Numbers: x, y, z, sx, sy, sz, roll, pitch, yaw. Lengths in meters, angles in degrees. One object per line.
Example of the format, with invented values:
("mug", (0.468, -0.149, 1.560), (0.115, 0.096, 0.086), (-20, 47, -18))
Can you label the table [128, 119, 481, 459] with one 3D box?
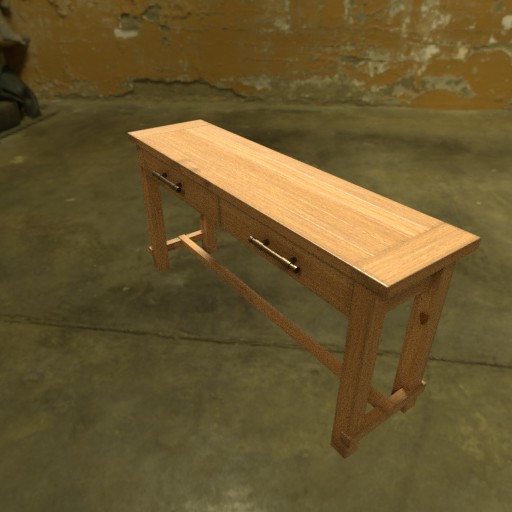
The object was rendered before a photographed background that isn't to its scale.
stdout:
("table", (0.000, 0.000, 1.913), (0.442, 0.762, 1.599), (-21, 38, -30))
